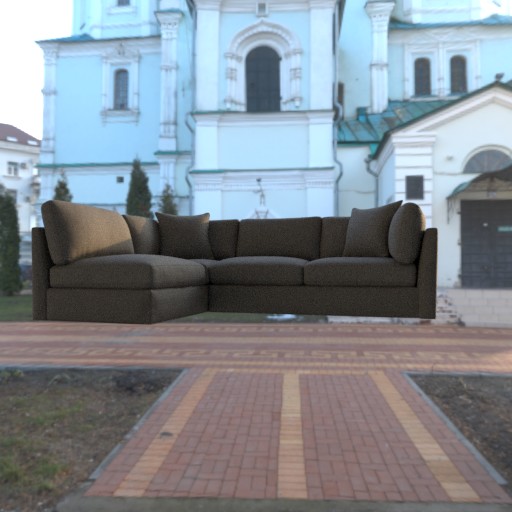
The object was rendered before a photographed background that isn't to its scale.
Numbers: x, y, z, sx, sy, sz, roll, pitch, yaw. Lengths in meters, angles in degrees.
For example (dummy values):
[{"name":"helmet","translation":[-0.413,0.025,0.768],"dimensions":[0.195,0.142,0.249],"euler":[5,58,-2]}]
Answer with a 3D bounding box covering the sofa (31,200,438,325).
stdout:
[{"name":"sofa","translation":[0.000,0.000,3.789],"dimensions":[2.896,0.978,1.994],"euler":[0,-2,17]}]
